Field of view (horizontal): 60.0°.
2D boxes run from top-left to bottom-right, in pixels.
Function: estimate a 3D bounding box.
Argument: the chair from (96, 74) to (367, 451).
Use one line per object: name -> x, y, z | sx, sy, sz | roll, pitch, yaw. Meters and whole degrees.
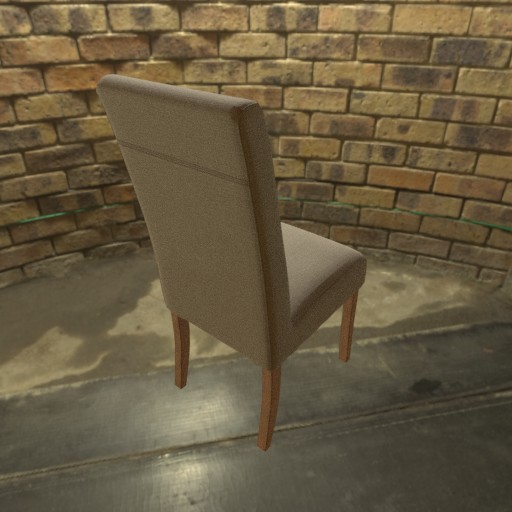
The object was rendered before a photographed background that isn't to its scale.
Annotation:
chair -> 0.000, 0.000, 1.312 | 0.450, 1.033, 0.611 | 24, 39, 33
